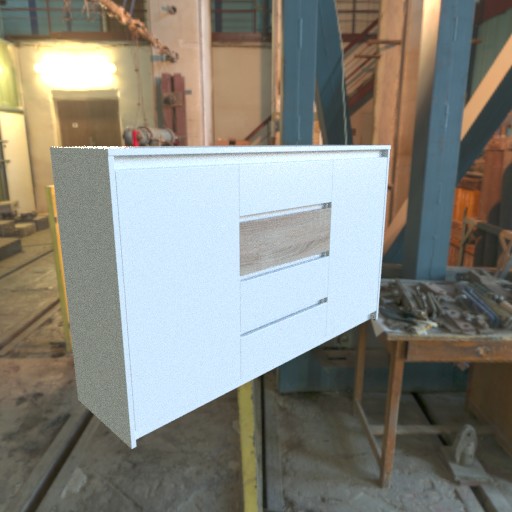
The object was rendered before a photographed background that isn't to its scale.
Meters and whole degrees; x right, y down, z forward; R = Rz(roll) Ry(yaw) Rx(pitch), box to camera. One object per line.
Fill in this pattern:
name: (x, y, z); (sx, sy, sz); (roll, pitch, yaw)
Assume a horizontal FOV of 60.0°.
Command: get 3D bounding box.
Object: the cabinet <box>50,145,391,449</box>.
cabinet: (0.000, 0.000, 1.869); (0.380, 0.900, 1.450); (14, 20, 43)
